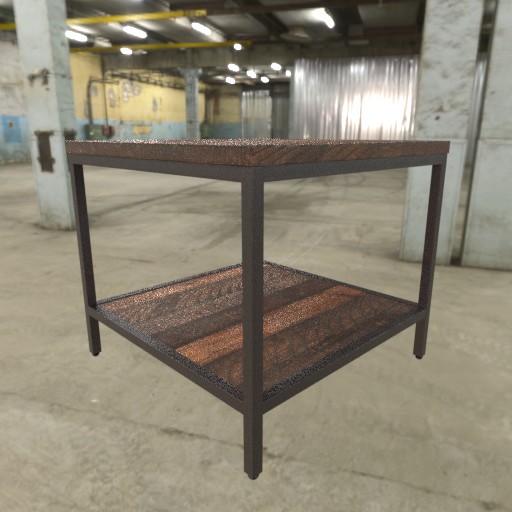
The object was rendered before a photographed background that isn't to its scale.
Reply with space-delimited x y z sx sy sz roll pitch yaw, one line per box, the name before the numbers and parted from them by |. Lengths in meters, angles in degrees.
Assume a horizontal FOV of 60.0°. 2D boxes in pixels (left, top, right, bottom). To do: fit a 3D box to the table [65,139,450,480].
table | 0.000 0.000 0.956 0.548 0.482 0.553 -14 21 -42
